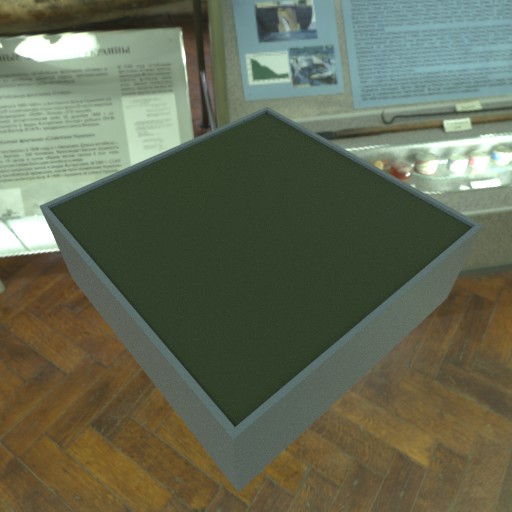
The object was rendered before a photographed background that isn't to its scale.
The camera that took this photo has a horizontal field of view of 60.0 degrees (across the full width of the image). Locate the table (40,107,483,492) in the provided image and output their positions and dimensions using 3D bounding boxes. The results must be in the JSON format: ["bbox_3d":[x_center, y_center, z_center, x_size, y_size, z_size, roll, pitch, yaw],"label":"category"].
[{"bbox_3d":[0.000,0.000,1.237,0.801,0.299,0.801,-32,54,-27],"label":"table"}]
